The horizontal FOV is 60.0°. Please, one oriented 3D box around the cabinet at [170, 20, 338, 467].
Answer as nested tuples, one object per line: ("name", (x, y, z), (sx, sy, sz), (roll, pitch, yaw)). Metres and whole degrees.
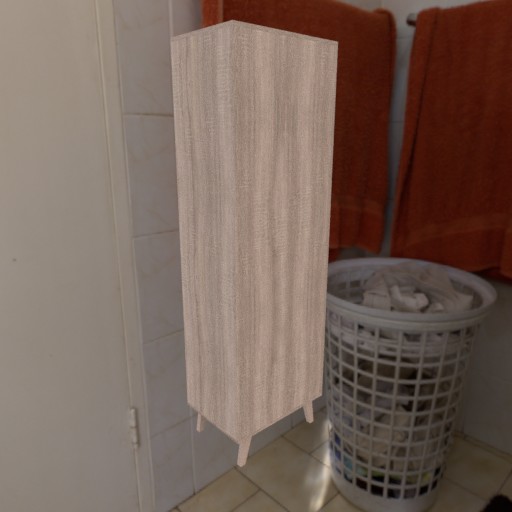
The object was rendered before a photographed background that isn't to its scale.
("cabinet", (0.000, 0.000, 2.077), (0.570, 1.850, 0.400), (-14, 21, -40))
